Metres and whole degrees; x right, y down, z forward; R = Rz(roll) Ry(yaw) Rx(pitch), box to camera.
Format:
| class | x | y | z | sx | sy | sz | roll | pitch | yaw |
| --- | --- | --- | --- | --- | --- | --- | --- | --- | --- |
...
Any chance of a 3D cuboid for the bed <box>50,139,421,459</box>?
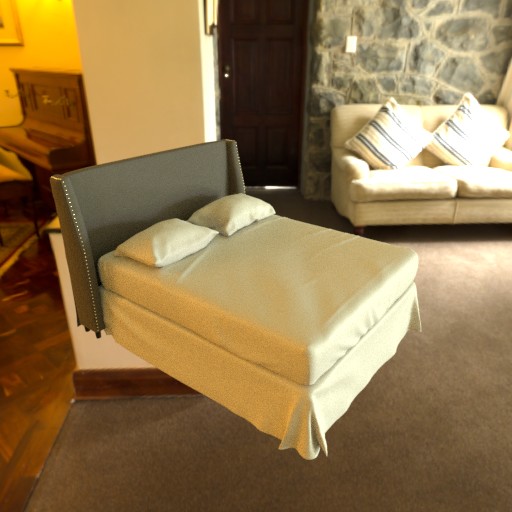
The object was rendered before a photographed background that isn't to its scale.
| class | x | y | z | sx | sy | sz | roll | pitch | yaw |
| --- | --- | --- | --- | --- | --- | --- | --- | --- | --- |
| bed | 0.000 | 0.000 | 3.463 | 2.276 | 1.332 | 1.925 | 18 | 30 | 34 |
